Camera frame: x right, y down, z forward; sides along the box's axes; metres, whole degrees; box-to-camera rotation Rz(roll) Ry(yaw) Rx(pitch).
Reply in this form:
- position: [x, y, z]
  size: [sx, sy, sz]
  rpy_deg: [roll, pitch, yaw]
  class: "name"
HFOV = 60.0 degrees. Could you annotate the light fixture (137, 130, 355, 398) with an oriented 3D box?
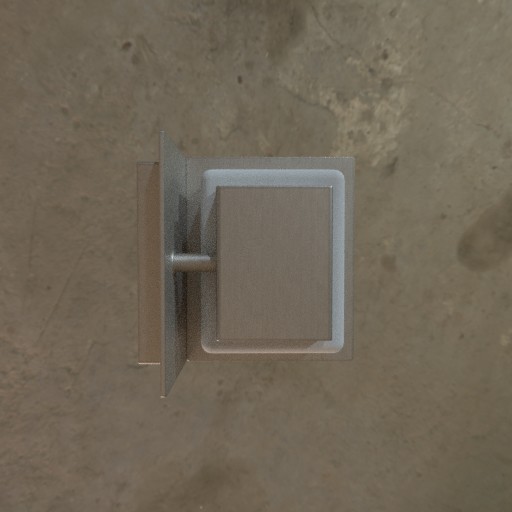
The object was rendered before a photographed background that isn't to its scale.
- position: [0.000, 0.000, 0.466]
  size: [0.160, 0.380, 0.168]
  rpy_deg: [0, 92, -1]
  class: "light fixture"
